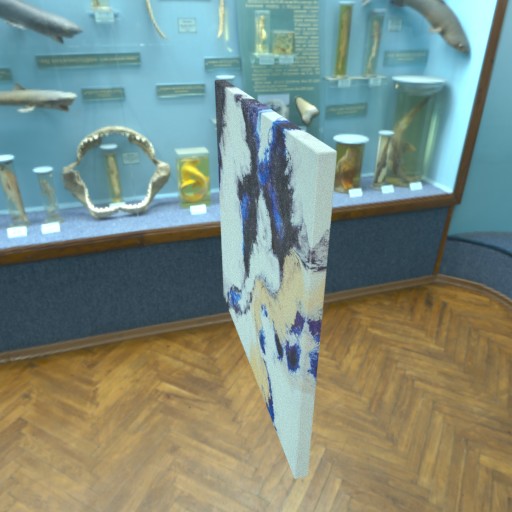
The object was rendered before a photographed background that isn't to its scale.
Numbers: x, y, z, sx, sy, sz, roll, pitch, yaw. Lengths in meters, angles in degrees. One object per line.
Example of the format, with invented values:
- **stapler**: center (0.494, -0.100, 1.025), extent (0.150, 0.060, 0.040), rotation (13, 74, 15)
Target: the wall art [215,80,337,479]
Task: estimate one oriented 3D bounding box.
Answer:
- **wall art**: center (0.000, 0.000, 1.341), extent (0.038, 0.885, 0.887), rotation (-8, 30, -14)
